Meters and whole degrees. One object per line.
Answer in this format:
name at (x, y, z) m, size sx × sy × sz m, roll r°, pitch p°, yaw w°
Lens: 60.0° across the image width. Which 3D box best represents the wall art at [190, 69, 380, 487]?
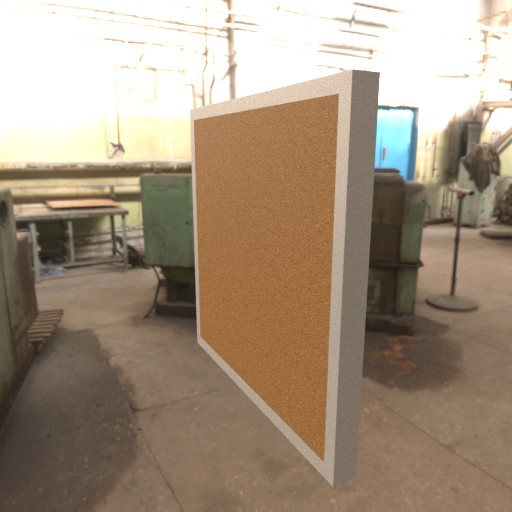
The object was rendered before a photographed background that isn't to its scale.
wall art at (0.000, 0.000, 0.746) m, size 0.038 × 0.508 × 0.507 m, roll -7°, pitch 15°, yaw -27°
